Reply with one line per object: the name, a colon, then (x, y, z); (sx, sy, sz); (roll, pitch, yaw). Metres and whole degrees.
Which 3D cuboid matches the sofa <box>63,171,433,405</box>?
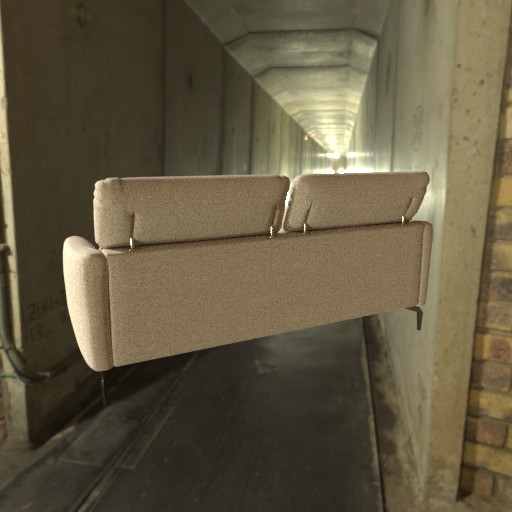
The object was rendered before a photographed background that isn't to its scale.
sofa: (0.000, 0.000, 2.538); (2.015, 0.956, 0.856); (-6, 14, -26)
